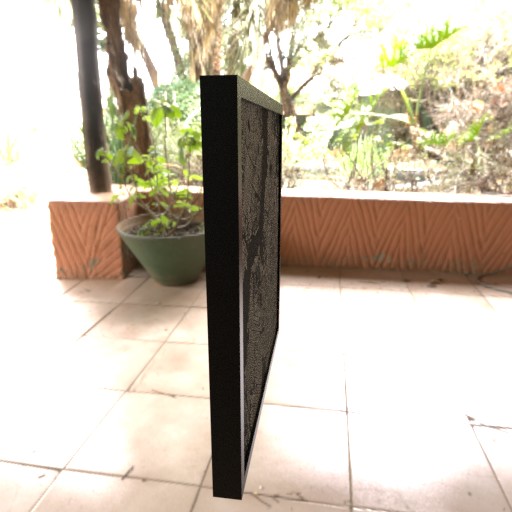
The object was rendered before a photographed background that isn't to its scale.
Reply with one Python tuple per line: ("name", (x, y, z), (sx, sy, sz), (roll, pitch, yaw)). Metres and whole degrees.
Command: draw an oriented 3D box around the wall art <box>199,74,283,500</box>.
("wall art", (0.000, 0.000, 0.741), (0.038, 0.506, 0.506), (2, 16, 8))
